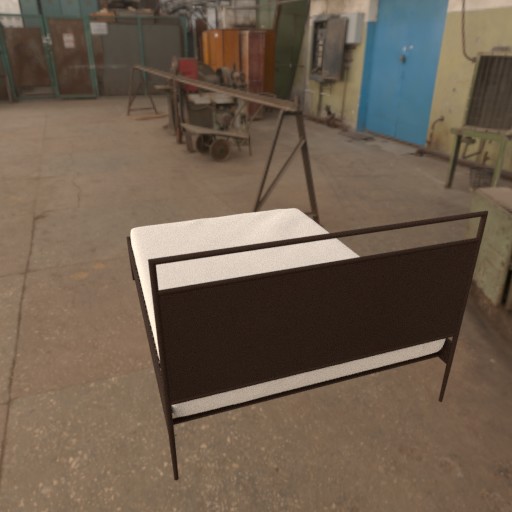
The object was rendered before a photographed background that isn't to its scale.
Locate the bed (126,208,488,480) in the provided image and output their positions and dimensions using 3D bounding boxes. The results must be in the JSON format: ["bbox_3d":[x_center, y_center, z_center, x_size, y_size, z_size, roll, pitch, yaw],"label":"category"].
[{"bbox_3d":[0.000,0.000,2.994,1.572,1.173,2.122,-9,27,-17],"label":"bed"}]
